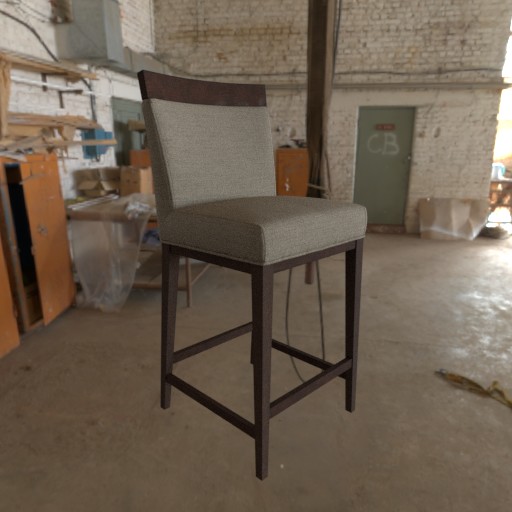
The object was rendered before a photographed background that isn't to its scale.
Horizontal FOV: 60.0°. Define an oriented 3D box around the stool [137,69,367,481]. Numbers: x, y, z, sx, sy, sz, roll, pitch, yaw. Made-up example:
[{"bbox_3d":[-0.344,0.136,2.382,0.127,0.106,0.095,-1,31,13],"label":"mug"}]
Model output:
[{"bbox_3d":[0.000,0.000,1.439,0.531,1.117,0.511,14,20,43],"label":"stool"}]
